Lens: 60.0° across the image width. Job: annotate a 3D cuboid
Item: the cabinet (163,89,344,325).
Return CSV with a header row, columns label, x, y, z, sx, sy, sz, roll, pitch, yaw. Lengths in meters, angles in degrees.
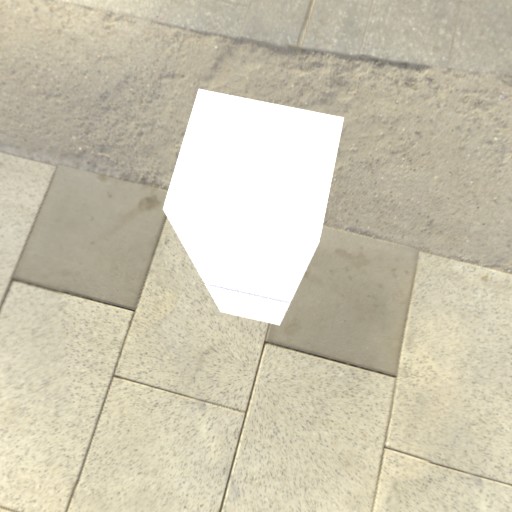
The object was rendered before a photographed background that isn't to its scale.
label,x,y,z,sx,sy,sz,roll,pitch,yaw
cabinet,0.000,0.000,1.536,0.300,1.400,0.269,12,75,3
